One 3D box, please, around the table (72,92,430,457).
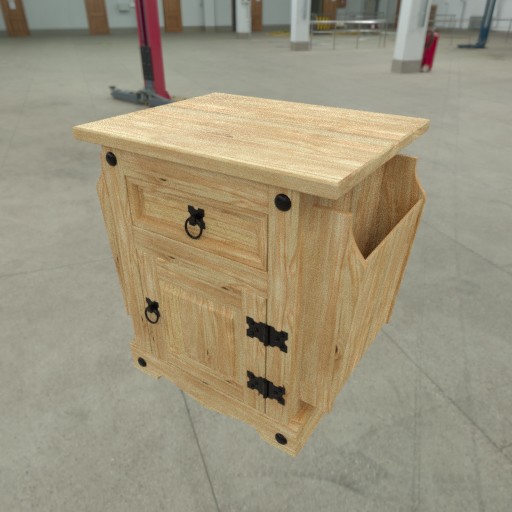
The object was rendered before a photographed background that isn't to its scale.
[{"bbox_3d":[0.000,0.000,0.870,0.530,0.515,0.380,18,35,29],"label":"table"}]
